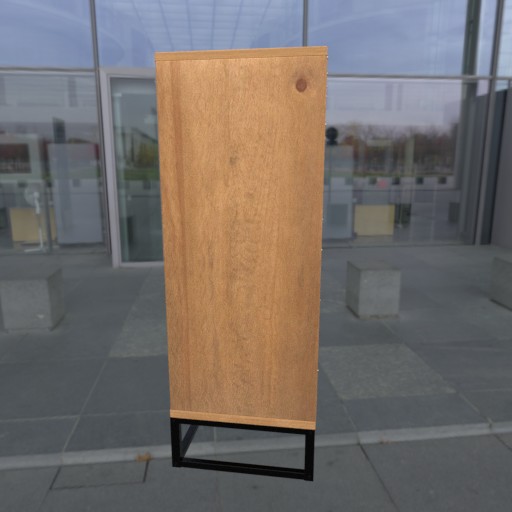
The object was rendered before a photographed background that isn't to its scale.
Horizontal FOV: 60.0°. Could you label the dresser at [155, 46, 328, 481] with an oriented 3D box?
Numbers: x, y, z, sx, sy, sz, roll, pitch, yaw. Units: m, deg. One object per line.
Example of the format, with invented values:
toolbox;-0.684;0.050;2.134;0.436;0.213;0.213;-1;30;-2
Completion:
dresser;0.000;0.000;1.630;0.479;1.240;0.761;2;12;8
